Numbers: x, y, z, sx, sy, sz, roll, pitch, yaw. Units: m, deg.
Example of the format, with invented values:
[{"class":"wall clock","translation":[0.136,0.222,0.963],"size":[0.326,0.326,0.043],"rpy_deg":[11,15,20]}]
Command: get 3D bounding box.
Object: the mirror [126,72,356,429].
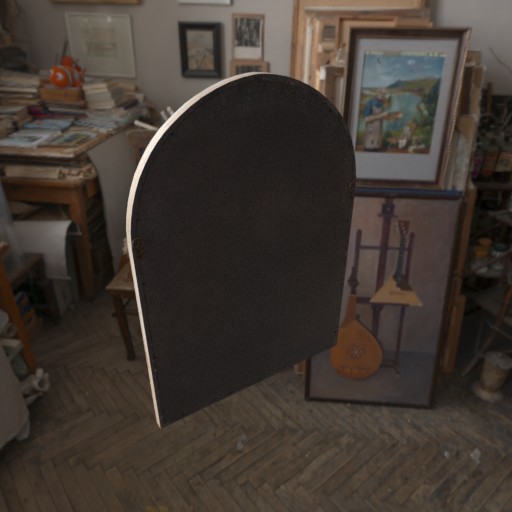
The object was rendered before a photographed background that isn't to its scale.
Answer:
[{"class":"mirror","translation":[0.000,0.000,1.195],"size":[0.660,0.920,0.032],"rpy_deg":[-18,34,-28]}]
